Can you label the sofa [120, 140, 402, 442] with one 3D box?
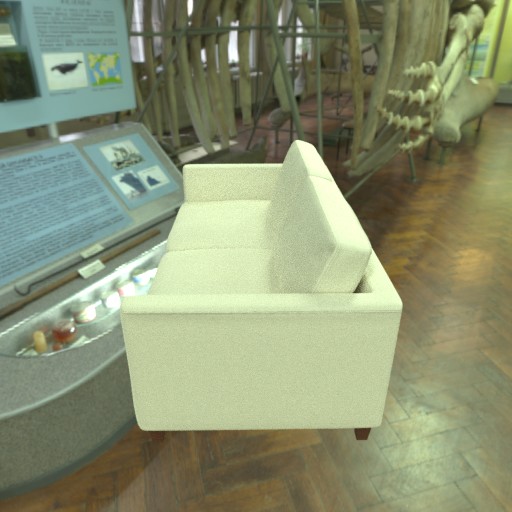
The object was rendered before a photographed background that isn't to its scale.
[{"bbox_3d":[0.000,0.000,2.284,0.964,0.888,1.702,0,27,-1],"label":"sofa"}]
